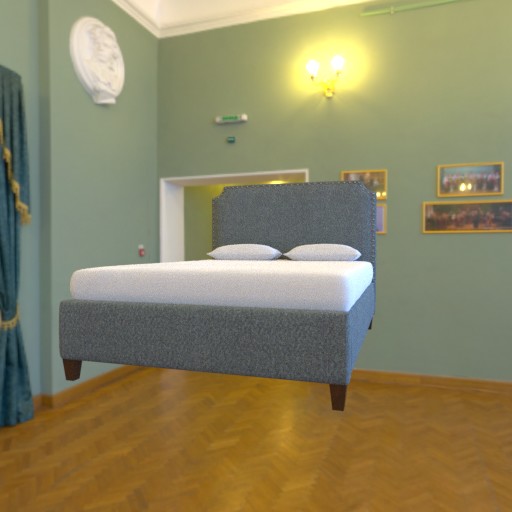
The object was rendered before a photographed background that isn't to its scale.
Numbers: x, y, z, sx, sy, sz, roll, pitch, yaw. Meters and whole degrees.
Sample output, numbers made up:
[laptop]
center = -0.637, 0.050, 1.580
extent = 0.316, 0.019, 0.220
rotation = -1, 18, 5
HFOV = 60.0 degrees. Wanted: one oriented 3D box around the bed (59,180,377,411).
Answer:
[bed]
center = 0.000, 0.000, 3.458
extent = 1.712, 1.443, 2.372
rotation = 0, 1, 18
